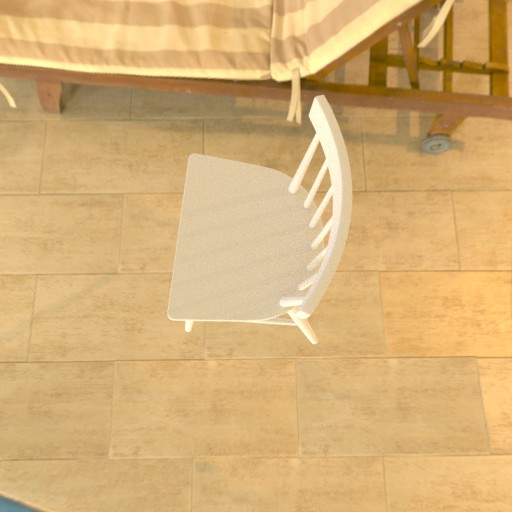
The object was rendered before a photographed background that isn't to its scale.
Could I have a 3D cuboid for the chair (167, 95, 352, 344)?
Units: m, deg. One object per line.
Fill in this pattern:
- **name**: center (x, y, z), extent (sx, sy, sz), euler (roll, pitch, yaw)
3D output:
- **chair**: center (0.000, 0.000, 1.424), extent (0.572, 1.092, 0.483), euler (5, 77, 1)
